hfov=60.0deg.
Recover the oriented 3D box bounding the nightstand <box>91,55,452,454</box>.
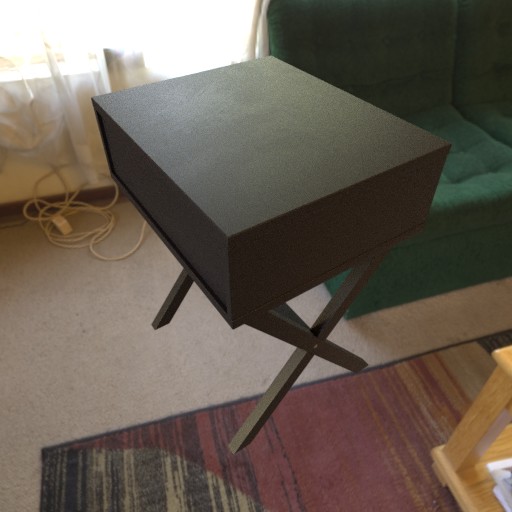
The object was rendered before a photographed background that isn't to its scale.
[{"bbox_3d":[0.000,0.000,0.950,0.402,0.623,0.479,-24,48,-24],"label":"nightstand"}]
